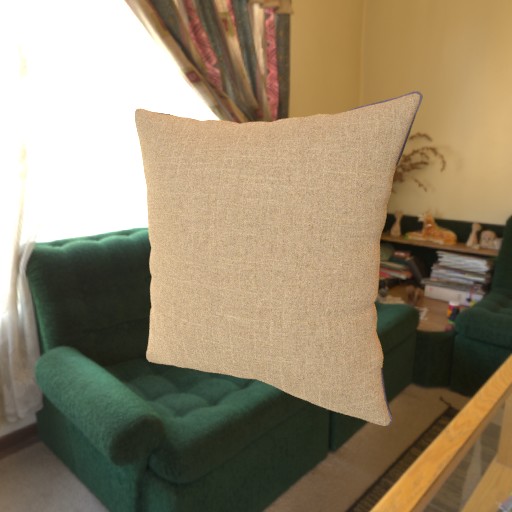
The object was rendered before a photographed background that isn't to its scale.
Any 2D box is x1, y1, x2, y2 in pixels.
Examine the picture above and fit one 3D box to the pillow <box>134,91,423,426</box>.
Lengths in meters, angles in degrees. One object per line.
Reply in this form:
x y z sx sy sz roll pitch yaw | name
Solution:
0.000 0.000 0.666 0.440 0.441 0.147 7 15 26 | pillow
